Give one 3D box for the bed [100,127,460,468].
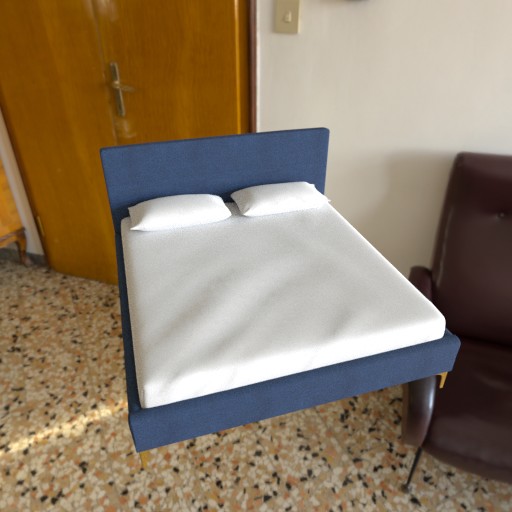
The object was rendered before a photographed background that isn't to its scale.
[{"bbox_3d":[0.000,0.000,3.397,2.096,1.231,2.232,-9,33,-14],"label":"bed"}]
